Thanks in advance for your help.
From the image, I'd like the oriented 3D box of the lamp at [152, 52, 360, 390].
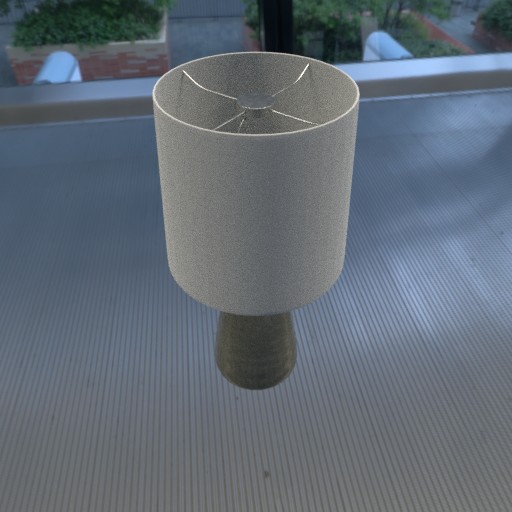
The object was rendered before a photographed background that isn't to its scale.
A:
[{"bbox_3d":[0.000,0.000,0.480,0.186,0.369,0.186,0,43,0],"label":"lamp"}]
